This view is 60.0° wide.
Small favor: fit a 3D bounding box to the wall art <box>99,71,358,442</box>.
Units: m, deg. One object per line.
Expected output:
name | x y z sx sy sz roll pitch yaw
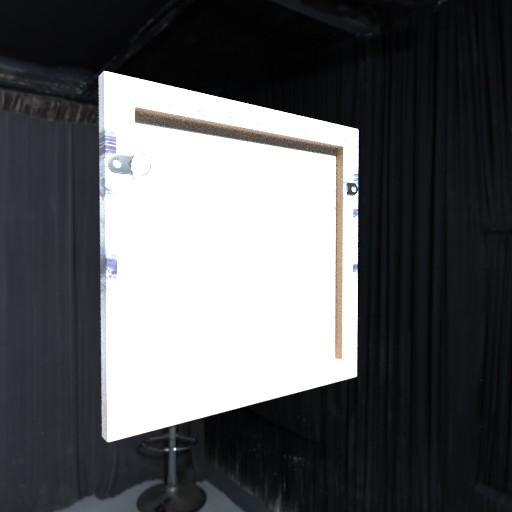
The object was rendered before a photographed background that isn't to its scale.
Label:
wall art | 0.000 0.000 1.115 0.755 0.747 0.065 -1 2 -36
